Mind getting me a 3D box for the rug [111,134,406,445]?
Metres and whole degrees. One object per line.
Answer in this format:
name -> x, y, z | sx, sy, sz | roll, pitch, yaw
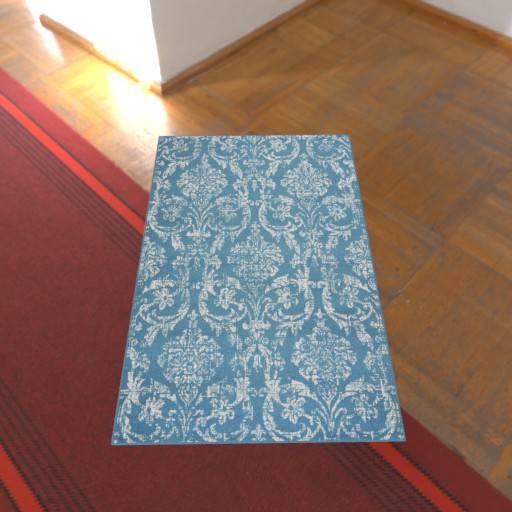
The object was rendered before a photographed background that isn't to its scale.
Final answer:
rug -> 0.000, 0.000, 3.474 | 1.816, 0.018, 2.746 | -1, 57, 0
